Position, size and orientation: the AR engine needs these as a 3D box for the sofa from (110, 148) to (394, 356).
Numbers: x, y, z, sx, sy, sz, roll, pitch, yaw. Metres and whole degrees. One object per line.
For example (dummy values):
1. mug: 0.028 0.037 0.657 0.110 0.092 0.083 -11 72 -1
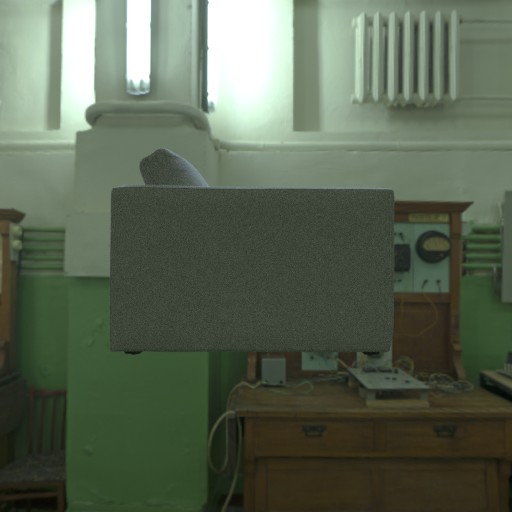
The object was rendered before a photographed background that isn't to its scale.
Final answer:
1. sofa: 0.000 0.000 2.780 1.090 0.838 2.588 0 -2 1
